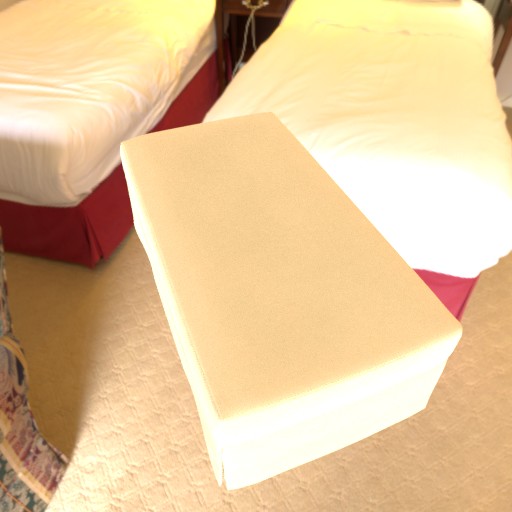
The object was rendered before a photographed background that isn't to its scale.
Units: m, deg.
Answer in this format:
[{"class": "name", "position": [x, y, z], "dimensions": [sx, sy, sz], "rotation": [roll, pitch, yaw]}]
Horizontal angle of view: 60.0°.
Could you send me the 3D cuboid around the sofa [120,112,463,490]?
[{"class": "sofa", "position": [0.000, 0.000, 2.054], "dimensions": [0.939, 0.552, 1.677], "rotation": [-16, 48, -15]}]
